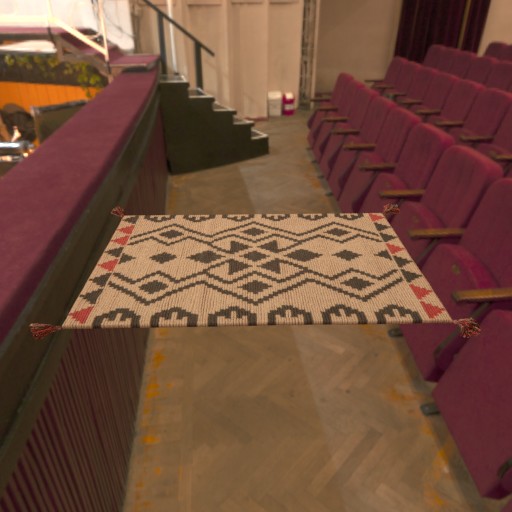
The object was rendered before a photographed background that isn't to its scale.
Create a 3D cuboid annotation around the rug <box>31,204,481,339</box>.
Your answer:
[{"bbox_3d":[0.000,0.000,2.578,2.069,0.067,1.444,-1,30,-1],"label":"rug"}]
